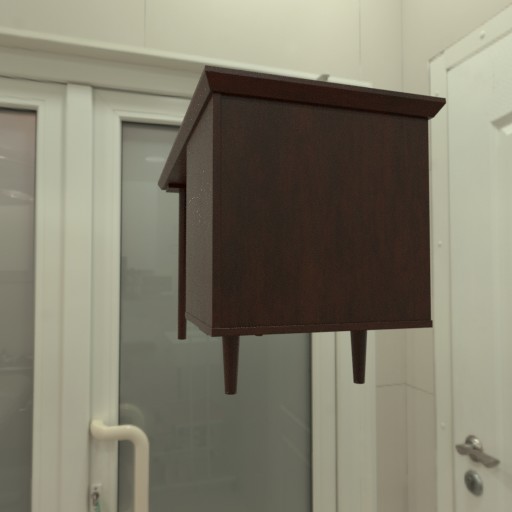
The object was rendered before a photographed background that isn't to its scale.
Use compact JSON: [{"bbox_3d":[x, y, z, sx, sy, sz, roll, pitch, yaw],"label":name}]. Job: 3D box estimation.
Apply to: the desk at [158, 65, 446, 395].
[{"bbox_3d":[0.000,0.000,1.623,0.612,0.758,1.277,1,-2,-17],"label":"desk"}]
